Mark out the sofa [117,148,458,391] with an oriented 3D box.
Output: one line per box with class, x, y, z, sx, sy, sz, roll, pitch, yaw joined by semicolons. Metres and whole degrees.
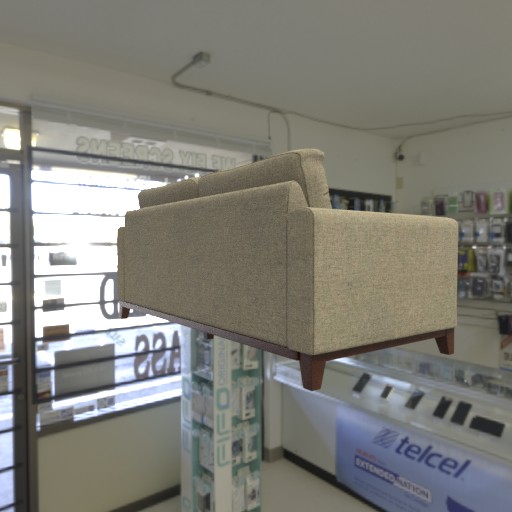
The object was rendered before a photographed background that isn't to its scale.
sofa;0.000;0.000;2.573;0.969;0.892;1.978;-1;1;-36
